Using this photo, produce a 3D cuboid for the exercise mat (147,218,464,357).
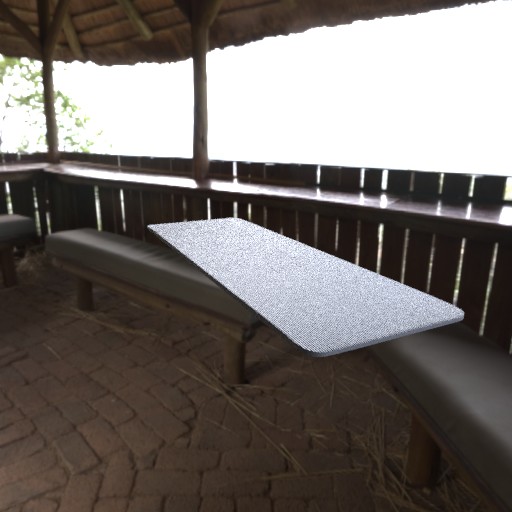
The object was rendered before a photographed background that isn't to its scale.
[{"bbox_3d":[0.000,0.000,2.090,0.616,0.021,1.884,-7,17,-25],"label":"exercise mat"}]
